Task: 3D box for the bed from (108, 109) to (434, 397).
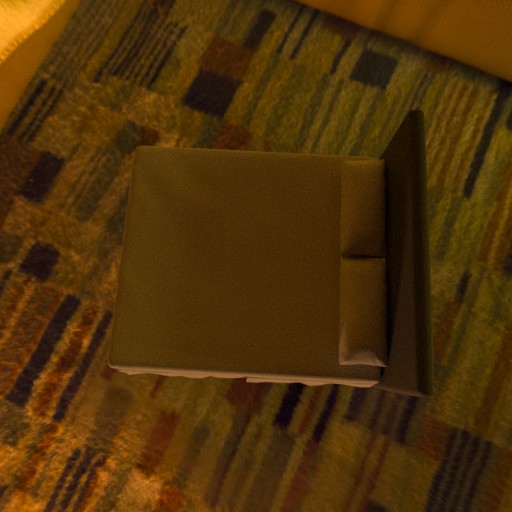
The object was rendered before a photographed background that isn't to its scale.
[{"bbox_3d":[0.000,0.000,3.333,2.142,1.330,1.884,3,77,1],"label":"bed"}]
